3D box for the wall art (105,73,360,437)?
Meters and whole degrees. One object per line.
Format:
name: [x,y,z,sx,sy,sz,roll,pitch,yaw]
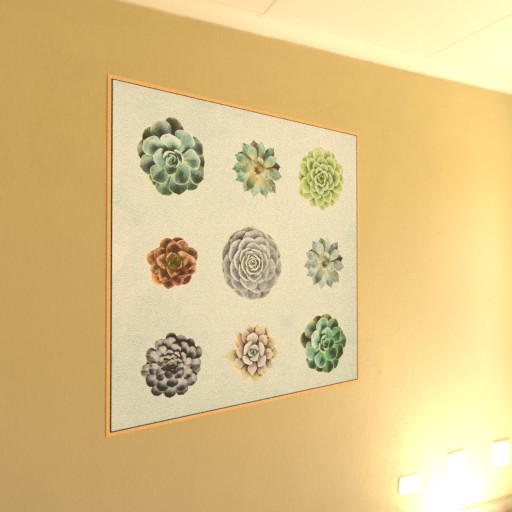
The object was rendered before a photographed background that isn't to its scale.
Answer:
wall art: [0.000,0.000,1.445,0.962,0.959,0.013,1,-1,-35]
